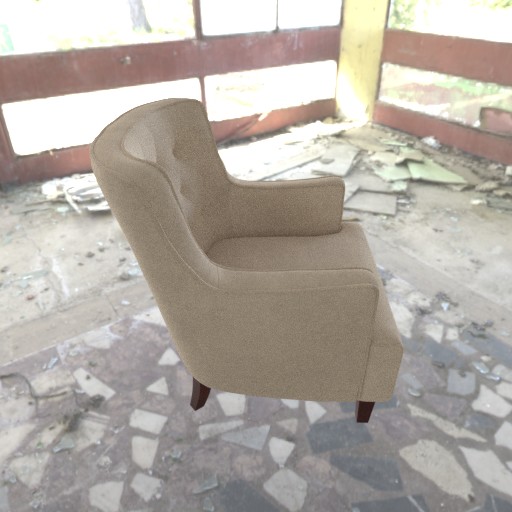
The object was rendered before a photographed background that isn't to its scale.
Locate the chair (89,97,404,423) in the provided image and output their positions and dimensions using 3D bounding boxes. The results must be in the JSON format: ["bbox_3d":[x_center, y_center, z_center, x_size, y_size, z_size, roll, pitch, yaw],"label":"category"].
[{"bbox_3d":[0.000,0.000,1.554,0.910,0.920,0.781,1,33,2],"label":"chair"}]
